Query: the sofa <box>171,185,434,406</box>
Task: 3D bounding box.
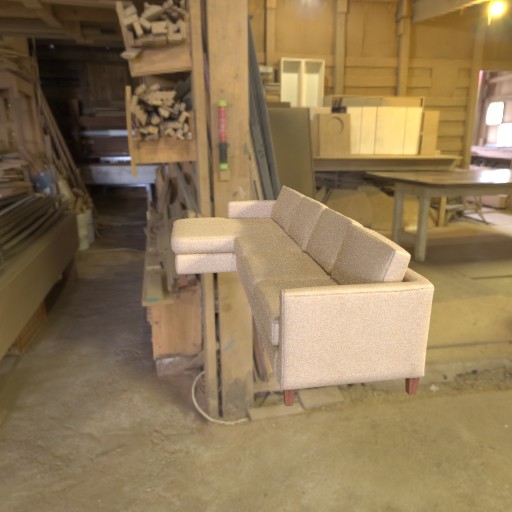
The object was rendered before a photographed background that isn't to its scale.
[{"bbox_3d":[0.000,0.000,3.836,1.502,0.876,3.201,-2,16,-8],"label":"sofa"}]
